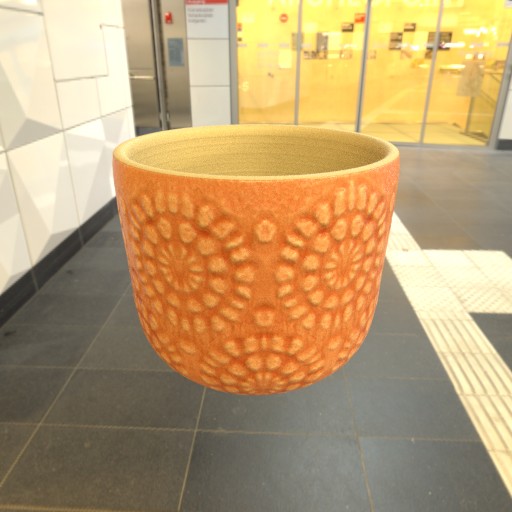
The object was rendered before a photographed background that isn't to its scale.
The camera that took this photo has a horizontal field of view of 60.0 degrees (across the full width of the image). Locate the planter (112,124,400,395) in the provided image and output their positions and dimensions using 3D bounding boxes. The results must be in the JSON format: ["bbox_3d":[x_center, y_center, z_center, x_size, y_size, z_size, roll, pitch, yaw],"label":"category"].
[{"bbox_3d":[0.000,0.000,0.219,0.124,0.109,0.124,0,24,0],"label":"planter"}]
